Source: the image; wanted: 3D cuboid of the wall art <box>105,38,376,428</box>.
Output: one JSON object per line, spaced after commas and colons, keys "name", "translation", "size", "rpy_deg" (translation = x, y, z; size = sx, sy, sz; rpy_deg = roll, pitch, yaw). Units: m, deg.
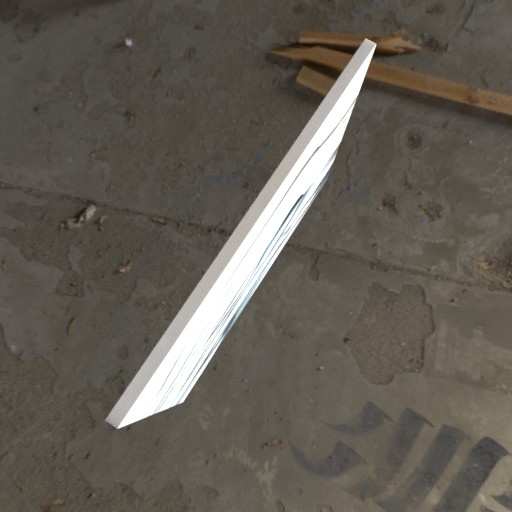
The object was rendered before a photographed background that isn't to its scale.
{"name": "wall art", "translation": [0.000, 0.000, 1.573], "size": [0.039, 0.915, 1.219], "rpy_deg": [32, 77, 8]}
